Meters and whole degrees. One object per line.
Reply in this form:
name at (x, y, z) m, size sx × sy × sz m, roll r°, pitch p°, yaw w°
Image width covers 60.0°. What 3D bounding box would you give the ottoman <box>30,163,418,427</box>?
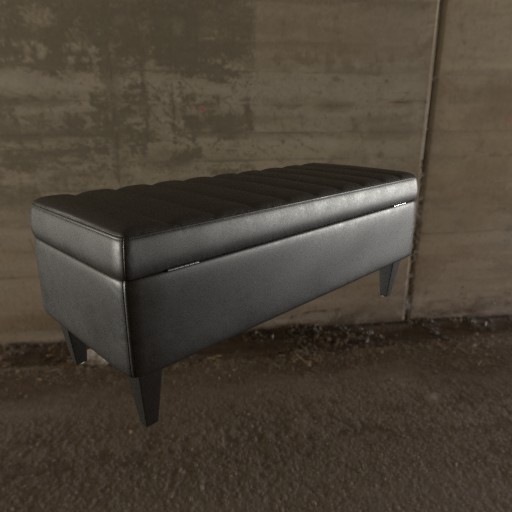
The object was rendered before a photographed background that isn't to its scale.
ottoman at (0.000, 0.000, 1.385) m, size 1.151 × 0.469 × 0.482 m, roll -17°, pitch 25°, yaw -42°
